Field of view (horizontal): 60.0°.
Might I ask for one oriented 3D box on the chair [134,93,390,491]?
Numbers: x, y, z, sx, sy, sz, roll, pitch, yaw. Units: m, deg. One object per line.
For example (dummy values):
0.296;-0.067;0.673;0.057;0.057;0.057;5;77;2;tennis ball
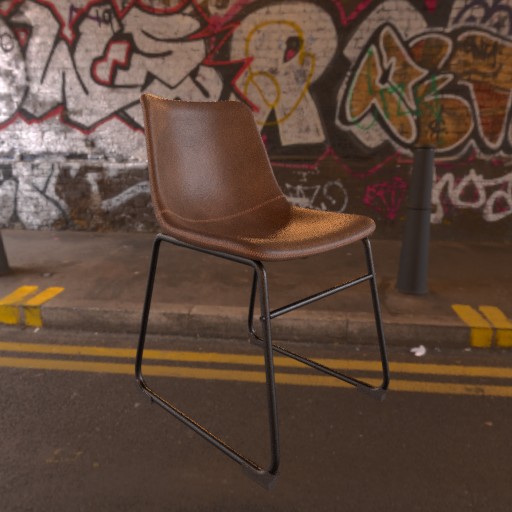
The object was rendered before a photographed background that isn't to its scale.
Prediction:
0.000;0.000;1.112;0.551;0.780;0.460;14;20;43;chair
